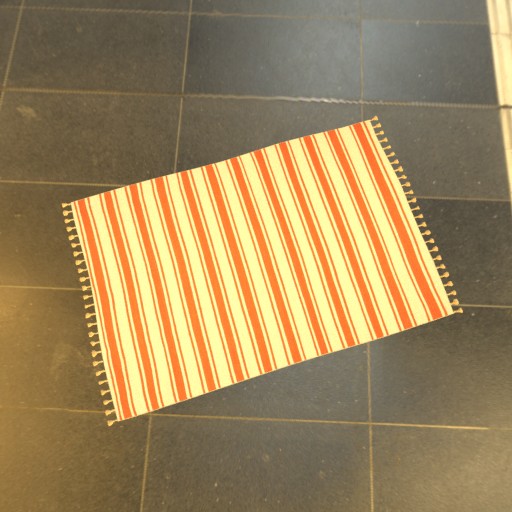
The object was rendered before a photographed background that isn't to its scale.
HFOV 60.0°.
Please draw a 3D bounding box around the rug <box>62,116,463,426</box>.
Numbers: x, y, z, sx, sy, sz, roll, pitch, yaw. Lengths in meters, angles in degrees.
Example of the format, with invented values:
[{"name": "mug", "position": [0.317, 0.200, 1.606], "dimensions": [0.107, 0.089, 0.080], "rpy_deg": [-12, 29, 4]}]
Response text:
[{"name": "rug", "position": [0.000, 0.000, 3.051], "dimensions": [2.433, 0.022, 1.556], "rpy_deg": [-17, 75, -5]}]
